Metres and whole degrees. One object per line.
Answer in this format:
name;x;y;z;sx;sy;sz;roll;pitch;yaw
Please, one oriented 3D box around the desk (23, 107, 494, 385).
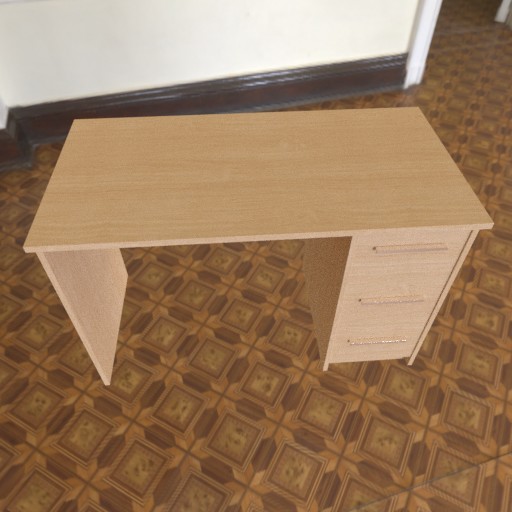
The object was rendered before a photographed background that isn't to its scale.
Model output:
desk;0.000;0.000;1.486;1.097;0.735;0.560;-3;47;-3
